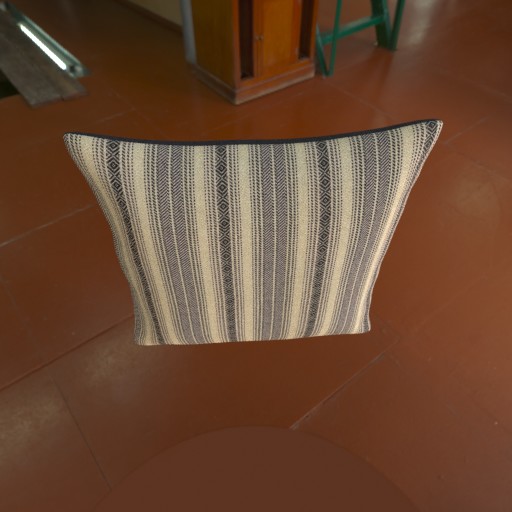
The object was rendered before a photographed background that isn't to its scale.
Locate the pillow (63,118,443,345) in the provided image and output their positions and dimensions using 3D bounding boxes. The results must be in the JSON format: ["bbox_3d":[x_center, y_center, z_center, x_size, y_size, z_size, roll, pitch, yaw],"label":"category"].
[{"bbox_3d":[0.000,0.000,0.784,0.520,0.508,0.166,-3,47,-3],"label":"pillow"}]
